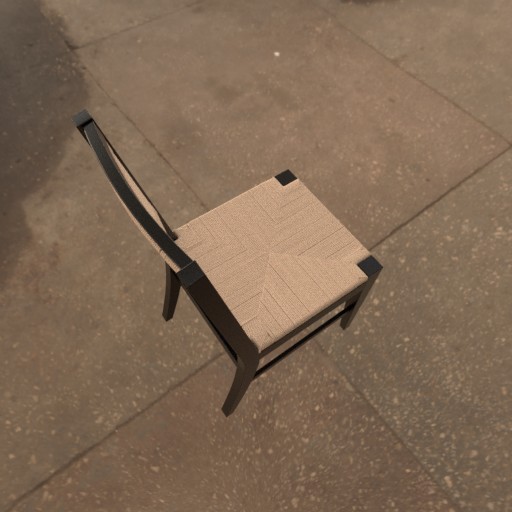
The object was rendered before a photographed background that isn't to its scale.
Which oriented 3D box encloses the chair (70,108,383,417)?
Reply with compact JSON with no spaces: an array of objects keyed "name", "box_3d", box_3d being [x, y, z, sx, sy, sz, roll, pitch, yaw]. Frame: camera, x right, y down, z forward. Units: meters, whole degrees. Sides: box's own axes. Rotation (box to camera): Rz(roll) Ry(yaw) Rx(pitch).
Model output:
[{"name":"chair","box_3d":[0.000,0.000,1.201,0.552,0.927,0.437,-31,64,-17]}]
